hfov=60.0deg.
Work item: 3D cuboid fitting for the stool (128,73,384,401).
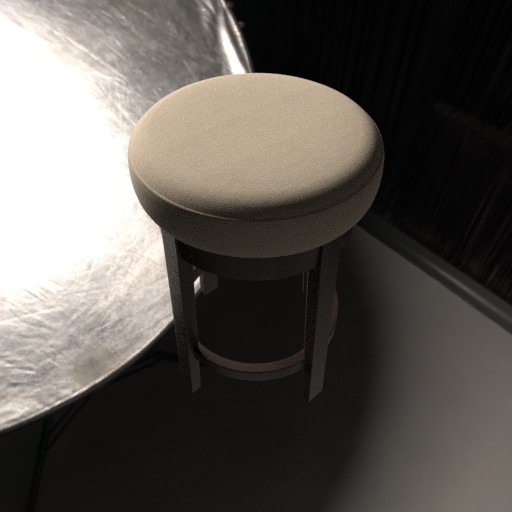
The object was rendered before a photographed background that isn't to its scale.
[{"bbox_3d":[0.000,0.000,0.961,0.449,0.655,0.449,0,48,0],"label":"stool"}]
